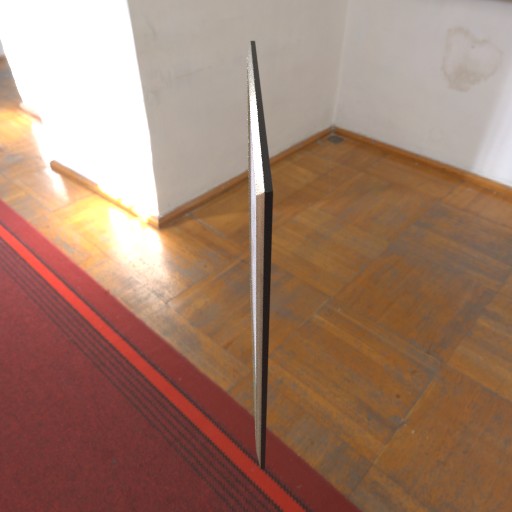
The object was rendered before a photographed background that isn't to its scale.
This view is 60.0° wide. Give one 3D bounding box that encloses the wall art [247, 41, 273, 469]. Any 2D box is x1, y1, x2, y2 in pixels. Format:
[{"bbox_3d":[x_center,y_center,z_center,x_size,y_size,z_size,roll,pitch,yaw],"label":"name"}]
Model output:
[{"bbox_3d":[0.000,0.000,0.894,0.018,0.660,0.559,-1,41,-2],"label":"wall art"}]
